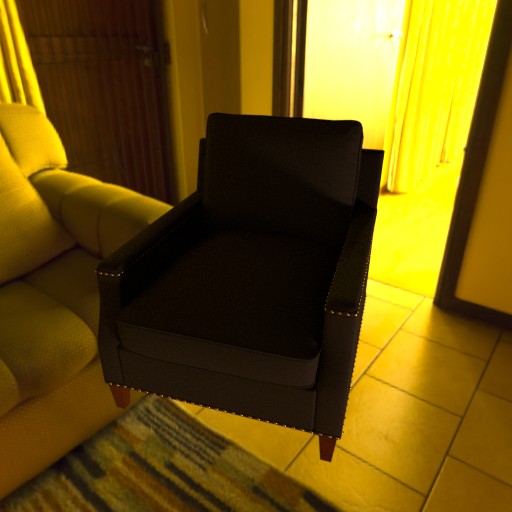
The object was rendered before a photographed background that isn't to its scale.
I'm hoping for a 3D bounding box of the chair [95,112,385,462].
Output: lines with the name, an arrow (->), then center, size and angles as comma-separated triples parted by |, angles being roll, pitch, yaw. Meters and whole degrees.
chair -> 0.000, 0.000, 1.724 | 0.853, 0.943, 1.014 | 8, 28, 16
